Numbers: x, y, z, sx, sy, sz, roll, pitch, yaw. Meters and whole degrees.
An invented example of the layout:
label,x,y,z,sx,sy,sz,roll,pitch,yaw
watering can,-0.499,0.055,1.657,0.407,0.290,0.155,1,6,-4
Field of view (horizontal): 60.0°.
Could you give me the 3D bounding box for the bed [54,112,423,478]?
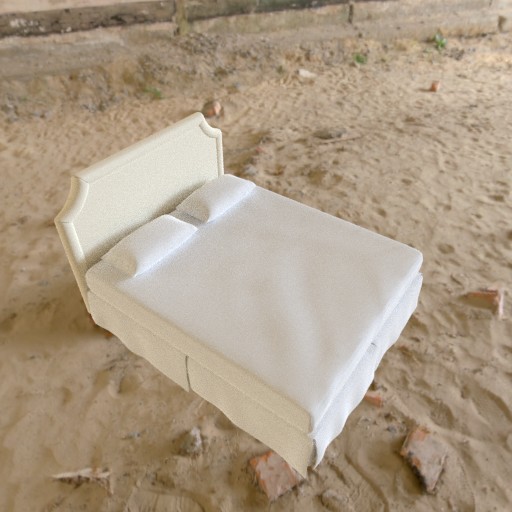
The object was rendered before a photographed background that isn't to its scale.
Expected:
label,x,y,z,sx,sy,sz,roll,pitch,yaw
bed,0.000,0.000,4.224,2.773,1.590,2.350,26,48,26
